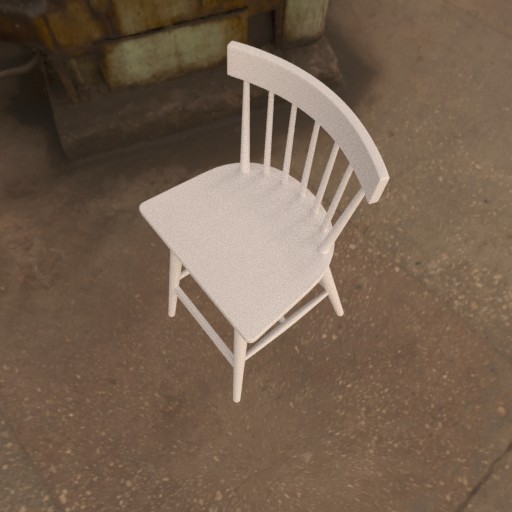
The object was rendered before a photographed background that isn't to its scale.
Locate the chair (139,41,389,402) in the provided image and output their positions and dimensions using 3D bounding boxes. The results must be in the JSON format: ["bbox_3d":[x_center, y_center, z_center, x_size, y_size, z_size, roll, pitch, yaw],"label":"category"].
[{"bbox_3d":[0.000,0.000,1.348,0.572,1.092,0.483,-36,69,-16],"label":"chair"}]
